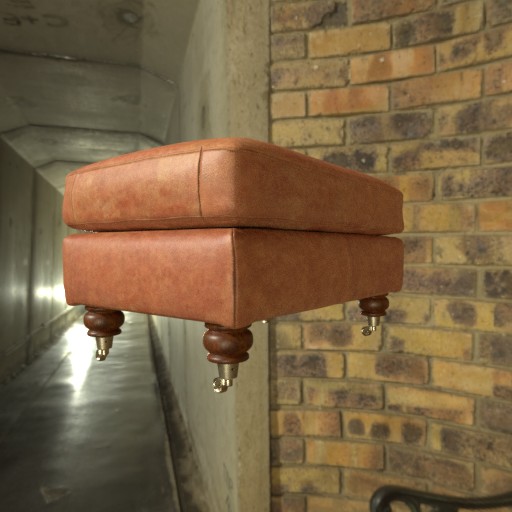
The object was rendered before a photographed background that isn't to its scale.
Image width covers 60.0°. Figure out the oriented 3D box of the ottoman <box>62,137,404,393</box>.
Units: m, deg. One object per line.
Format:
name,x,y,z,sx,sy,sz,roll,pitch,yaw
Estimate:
ottoman,0.000,0.000,1.210,0.565,0.507,0.852,1,1,37
